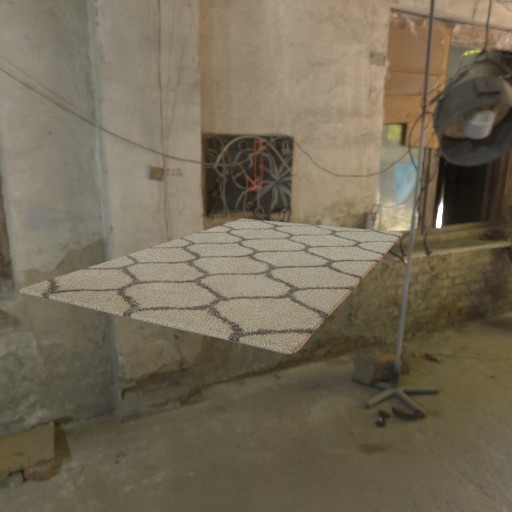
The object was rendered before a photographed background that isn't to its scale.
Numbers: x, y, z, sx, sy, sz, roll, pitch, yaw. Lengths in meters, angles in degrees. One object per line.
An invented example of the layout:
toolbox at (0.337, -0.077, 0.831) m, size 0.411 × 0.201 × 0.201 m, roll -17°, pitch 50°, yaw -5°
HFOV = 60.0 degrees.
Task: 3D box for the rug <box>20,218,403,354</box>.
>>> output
rug at (0.000, 0.000, 2.920) m, size 1.501 × 0.024 × 2.348 m, roll 7°, pitch 16°, yaw 26°
